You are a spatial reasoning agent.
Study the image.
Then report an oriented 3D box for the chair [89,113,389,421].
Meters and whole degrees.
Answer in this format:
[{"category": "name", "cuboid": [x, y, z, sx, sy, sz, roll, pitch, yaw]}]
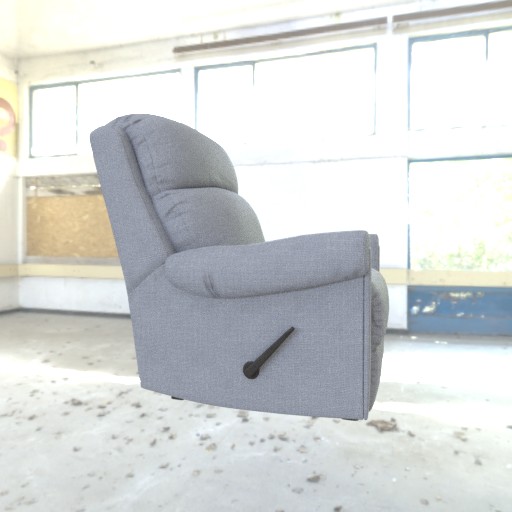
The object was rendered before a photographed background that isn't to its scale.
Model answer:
[{"category": "chair", "cuboid": [0.000, 0.000, 1.759, 1.014, 1.054, 0.838, 1, 2, 17]}]
